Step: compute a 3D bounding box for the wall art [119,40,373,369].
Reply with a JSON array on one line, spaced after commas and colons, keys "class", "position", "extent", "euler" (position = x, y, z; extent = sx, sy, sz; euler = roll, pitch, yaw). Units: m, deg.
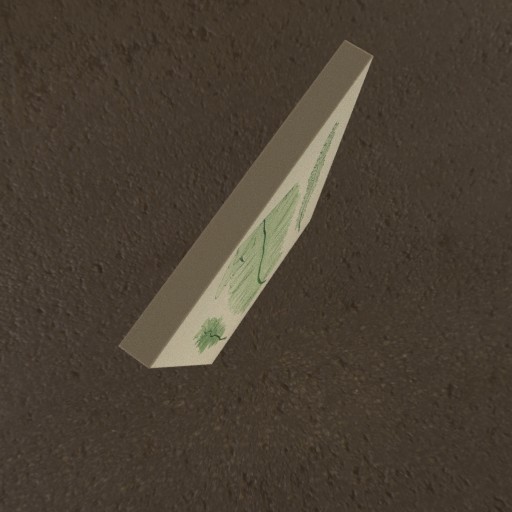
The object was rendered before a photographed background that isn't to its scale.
[{"class": "wall art", "position": [0.000, 0.000, 0.763], "extent": [0.038, 0.608, 0.418], "euler": [34, 79, 7]}]
